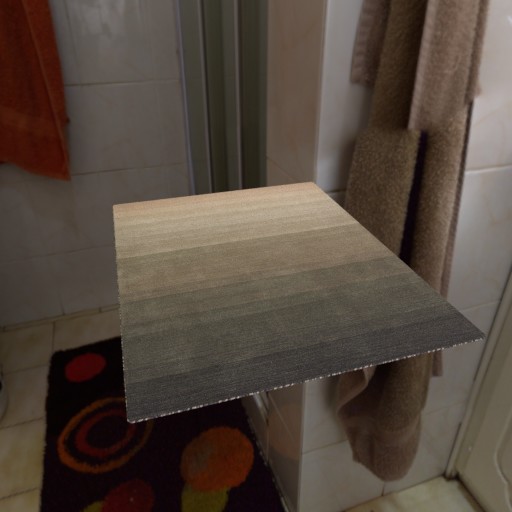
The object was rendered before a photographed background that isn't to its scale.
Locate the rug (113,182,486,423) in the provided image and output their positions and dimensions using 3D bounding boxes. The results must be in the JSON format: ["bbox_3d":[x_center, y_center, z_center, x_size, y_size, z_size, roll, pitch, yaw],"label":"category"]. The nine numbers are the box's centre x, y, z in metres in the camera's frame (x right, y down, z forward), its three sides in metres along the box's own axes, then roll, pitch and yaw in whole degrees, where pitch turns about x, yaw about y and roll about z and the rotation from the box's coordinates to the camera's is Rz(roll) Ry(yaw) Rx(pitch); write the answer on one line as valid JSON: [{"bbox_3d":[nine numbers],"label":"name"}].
[{"bbox_3d":[0.000,0.000,3.808,2.305,0.017,2.902,-9,32,-15],"label":"rug"}]
